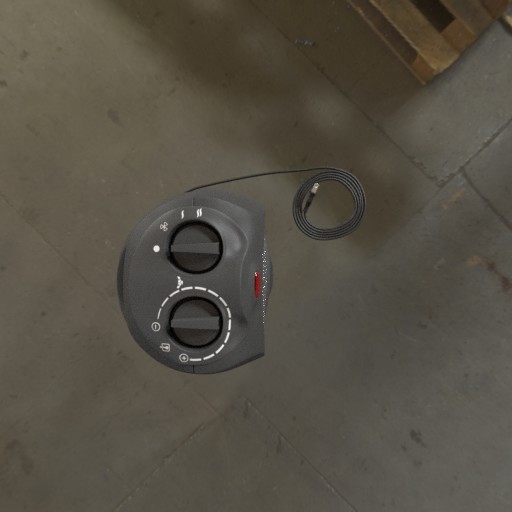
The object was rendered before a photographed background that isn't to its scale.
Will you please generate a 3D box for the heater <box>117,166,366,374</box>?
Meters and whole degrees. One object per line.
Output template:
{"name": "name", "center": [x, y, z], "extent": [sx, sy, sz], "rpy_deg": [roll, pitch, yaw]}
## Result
{"name": "heater", "center": [0.000, 0.000, 0.477], "extent": [0.291, 0.240, 0.239], "rpy_deg": [0, 90, 1]}
